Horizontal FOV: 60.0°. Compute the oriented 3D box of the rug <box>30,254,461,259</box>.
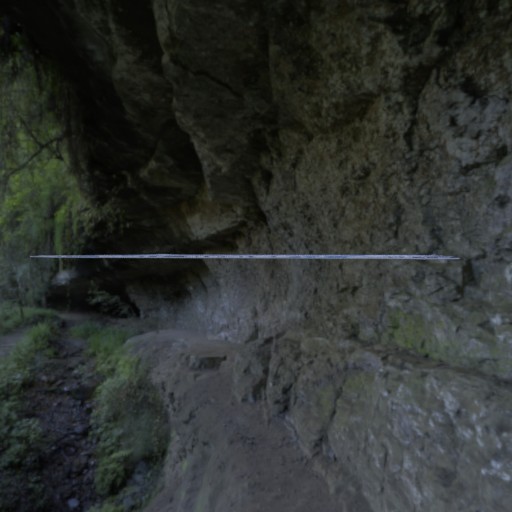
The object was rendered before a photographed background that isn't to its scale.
[{"bbox_3d":[0.000,0.000,2.146,1.698,0.013,1.072,0,0,18],"label":"rug"}]
